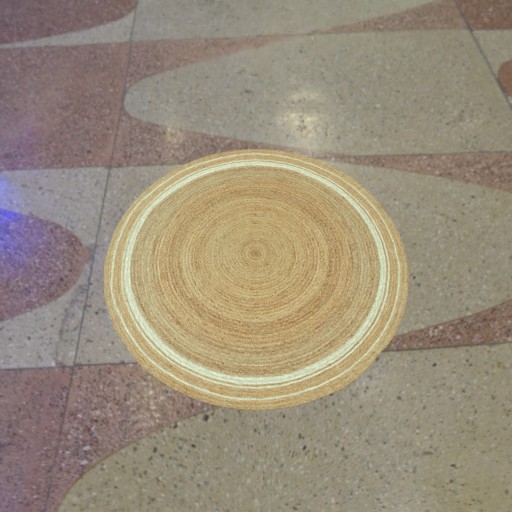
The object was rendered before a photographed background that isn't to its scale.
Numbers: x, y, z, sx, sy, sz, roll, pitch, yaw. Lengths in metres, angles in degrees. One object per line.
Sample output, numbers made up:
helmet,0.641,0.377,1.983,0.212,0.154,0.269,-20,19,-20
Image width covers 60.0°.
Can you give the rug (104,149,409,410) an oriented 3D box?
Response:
rug,0.000,0.000,3.617,2.444,0.015,2.444,0,57,0
